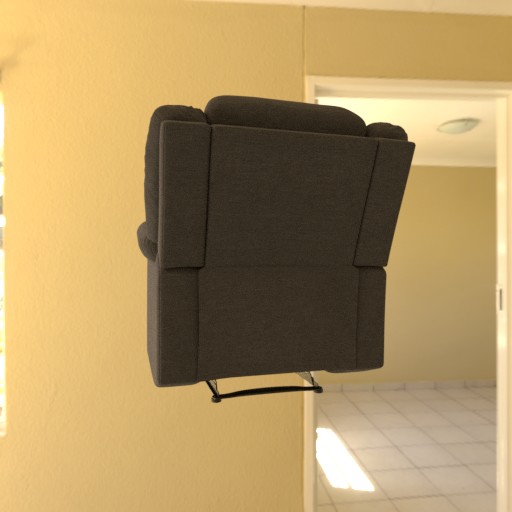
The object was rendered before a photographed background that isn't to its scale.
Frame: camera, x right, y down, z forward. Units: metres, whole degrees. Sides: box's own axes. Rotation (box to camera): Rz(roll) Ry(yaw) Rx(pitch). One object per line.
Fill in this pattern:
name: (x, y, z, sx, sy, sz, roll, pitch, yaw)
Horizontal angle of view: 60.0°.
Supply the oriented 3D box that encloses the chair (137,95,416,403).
chair: (0.000, 0.000, 1.748, 0.899, 1.008, 0.944, 0, 0, -16)
